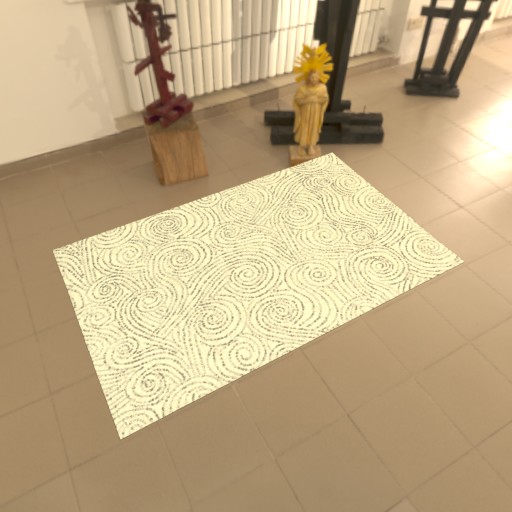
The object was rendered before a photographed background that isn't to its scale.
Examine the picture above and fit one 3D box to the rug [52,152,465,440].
[{"bbox_3d":[0.000,0.000,3.085,2.439,0.005,1.524,-23,51,-20],"label":"rug"}]
